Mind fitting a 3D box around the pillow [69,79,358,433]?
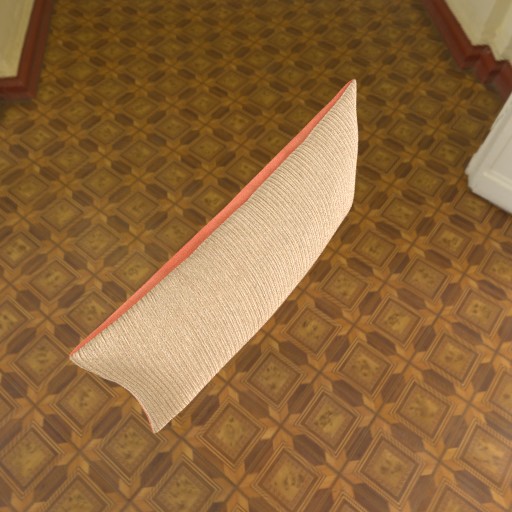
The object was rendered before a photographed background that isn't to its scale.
[{"bbox_3d":[0.000,0.000,0.736,0.155,0.307,0.608,34,64,19],"label":"pillow"}]
